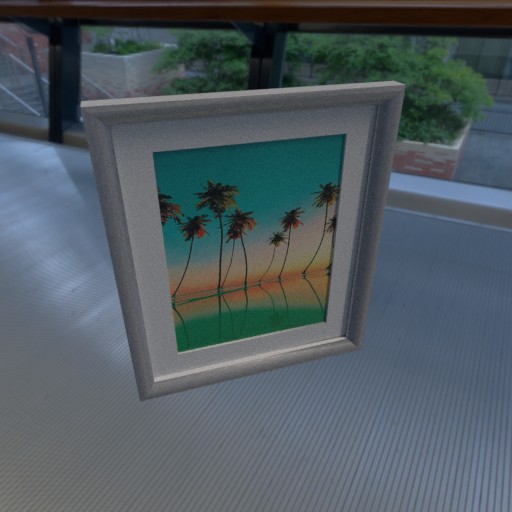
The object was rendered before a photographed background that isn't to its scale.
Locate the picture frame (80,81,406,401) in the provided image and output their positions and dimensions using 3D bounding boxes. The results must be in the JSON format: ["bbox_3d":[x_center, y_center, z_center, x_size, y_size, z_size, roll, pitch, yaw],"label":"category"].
[{"bbox_3d":[0.000,0.000,0.536,0.327,0.378,0.027,-9,33,-15],"label":"picture frame"}]
